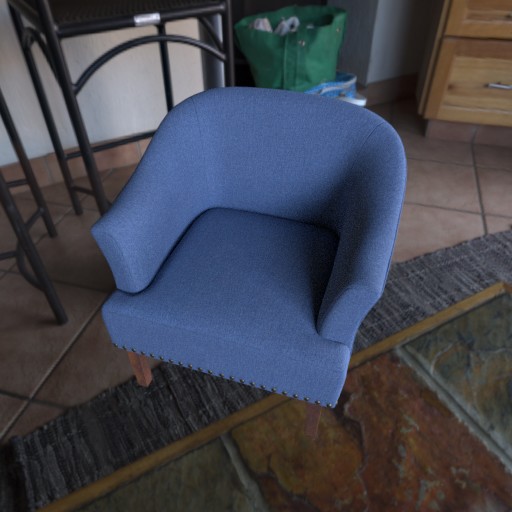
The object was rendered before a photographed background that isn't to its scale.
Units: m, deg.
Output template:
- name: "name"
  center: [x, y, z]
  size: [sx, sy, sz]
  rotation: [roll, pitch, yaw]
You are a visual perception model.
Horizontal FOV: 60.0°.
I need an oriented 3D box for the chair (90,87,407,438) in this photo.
- name: "chair"
  center: [0.000, 0.000, 1.408]
  size: [0.798, 0.815, 0.704]
  rotation: [12, 42, 14]
